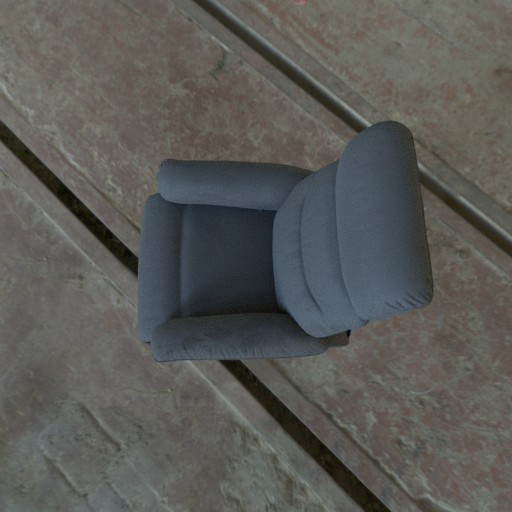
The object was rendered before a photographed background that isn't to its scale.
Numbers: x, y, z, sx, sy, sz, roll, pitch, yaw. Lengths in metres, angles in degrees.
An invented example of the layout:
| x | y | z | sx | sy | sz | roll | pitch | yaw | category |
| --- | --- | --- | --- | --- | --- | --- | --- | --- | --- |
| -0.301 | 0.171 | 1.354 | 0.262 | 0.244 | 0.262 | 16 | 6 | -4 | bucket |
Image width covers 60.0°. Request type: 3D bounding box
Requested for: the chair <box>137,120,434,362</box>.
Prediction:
| x | y | z | sx | sy | sz | roll | pitch | yaw | category |
| --- | --- | --- | --- | --- | --- | --- | --- | --- | --- |
| 0.000 | 0.000 | 1.777 | 1.004 | 1.037 | 0.820 | -1 | 74 | 0 | chair |
